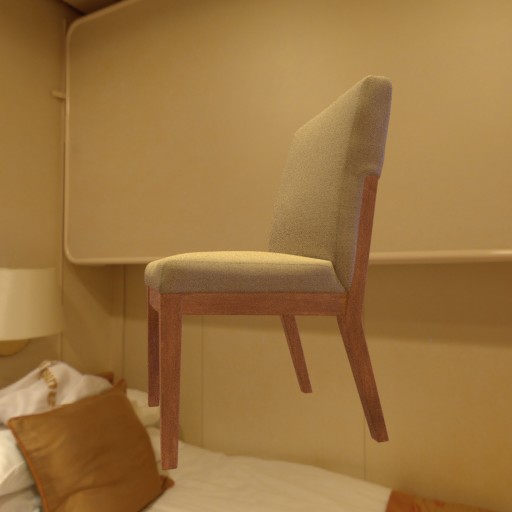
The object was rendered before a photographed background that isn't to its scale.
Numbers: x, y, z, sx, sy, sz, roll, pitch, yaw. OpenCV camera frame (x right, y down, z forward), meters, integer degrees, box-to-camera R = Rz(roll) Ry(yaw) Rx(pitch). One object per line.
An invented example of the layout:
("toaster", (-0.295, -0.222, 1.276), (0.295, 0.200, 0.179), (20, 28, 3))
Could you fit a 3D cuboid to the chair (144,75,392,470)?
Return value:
("chair", (0.000, 0.000, 1.240), (0.586, 0.911, 0.507), (1, -2, -17))
